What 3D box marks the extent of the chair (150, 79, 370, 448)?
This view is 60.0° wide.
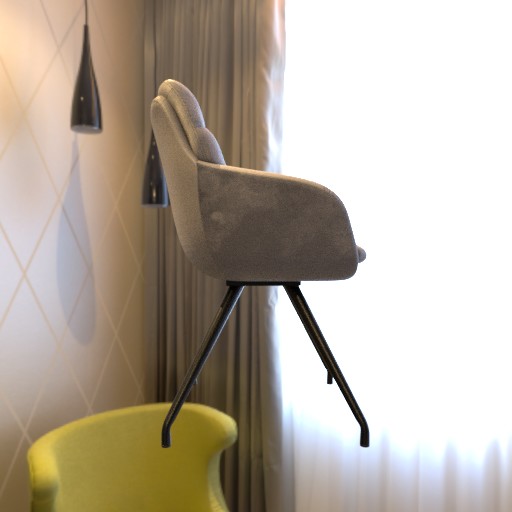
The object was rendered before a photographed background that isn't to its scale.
[{"bbox_3d":[0.000,0.000,1.277,0.569,0.888,0.579,0,1,0],"label":"chair"}]
